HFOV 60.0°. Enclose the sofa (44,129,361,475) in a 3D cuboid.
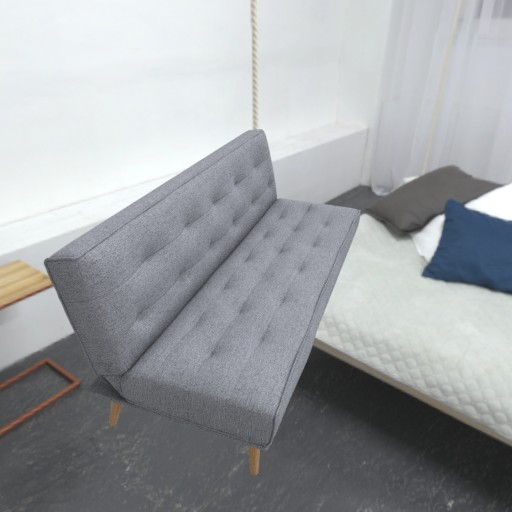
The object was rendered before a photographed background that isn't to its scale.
[{"bbox_3d":[0.000,0.000,2.244,0.810,0.830,1.820,10,31,18],"label":"sofa"}]
